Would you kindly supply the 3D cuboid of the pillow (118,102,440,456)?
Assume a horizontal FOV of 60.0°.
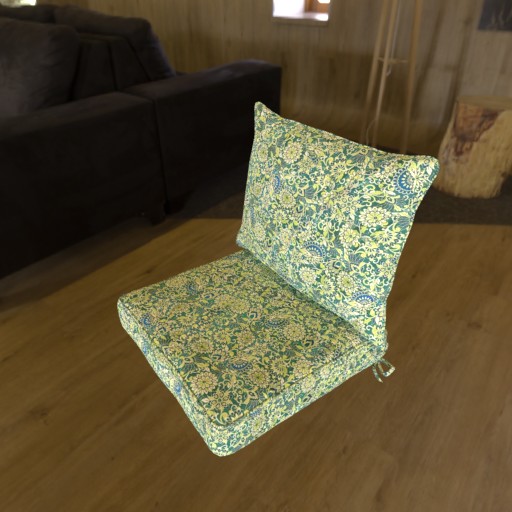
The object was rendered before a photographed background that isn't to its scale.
[{"bbox_3d":[0.000,0.000,1.383,0.740,0.722,0.798,-21,38,-30],"label":"pillow"}]
